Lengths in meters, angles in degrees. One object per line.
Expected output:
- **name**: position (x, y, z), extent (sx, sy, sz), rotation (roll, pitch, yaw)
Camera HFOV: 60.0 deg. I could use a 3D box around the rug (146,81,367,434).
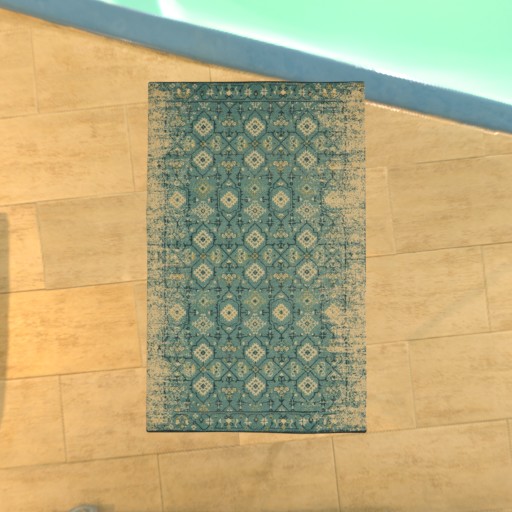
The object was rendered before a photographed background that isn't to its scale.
- **rug**: position (0.000, 0.000, 3.079), extent (1.530, 0.015, 2.449), rotation (0, 89, 0)
